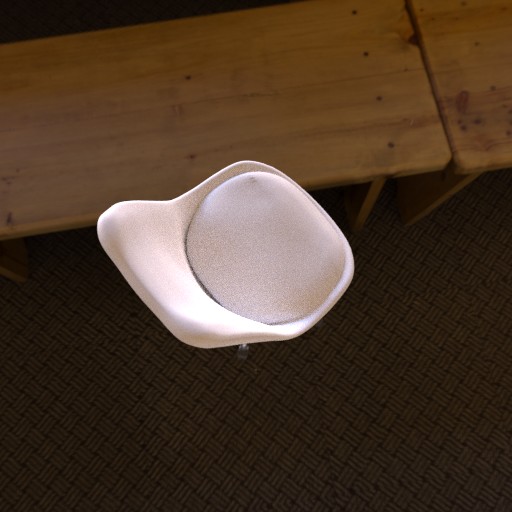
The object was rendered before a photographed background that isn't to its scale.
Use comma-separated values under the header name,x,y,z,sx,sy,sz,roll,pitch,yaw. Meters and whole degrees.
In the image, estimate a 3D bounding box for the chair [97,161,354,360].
name,x,y,z,sx,sy,sz,roll,pitch,yaw
chair,0.000,0.000,1.245,0.550,0.930,0.550,-40,79,-9
